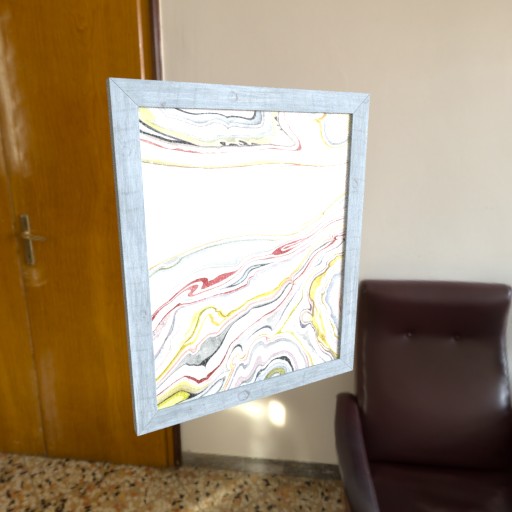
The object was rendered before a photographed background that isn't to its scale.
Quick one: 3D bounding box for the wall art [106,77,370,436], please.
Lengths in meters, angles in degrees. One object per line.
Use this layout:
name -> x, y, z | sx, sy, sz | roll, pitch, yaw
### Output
wall art -> 0.000, 0.000, 0.814 | 0.479, 0.582, 0.022 | -8, 17, -27
